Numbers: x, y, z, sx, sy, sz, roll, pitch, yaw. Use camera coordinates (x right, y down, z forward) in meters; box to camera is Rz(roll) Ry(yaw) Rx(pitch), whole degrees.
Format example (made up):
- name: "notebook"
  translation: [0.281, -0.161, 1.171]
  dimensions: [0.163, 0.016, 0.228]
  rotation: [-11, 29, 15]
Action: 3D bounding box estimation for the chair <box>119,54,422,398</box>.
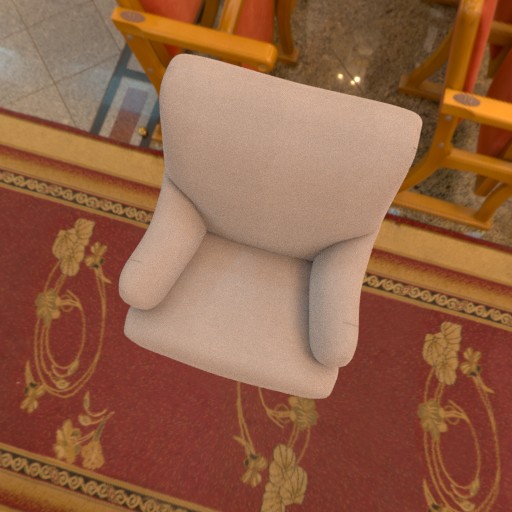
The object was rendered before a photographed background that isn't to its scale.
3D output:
- name: "chair"
  translation: [0.000, 0.000, 1.542]
  dimensions: [0.766, 0.942, 0.842]
  rotation: [16, 75, 4]
